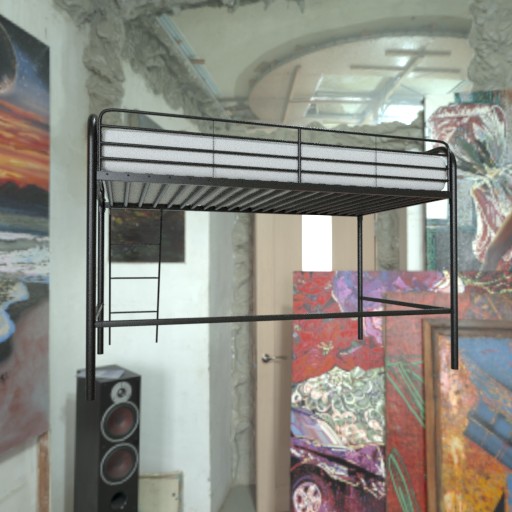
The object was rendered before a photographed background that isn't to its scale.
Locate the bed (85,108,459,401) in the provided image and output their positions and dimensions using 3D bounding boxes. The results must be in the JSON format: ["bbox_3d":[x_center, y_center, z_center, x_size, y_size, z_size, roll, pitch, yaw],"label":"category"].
[{"bbox_3d":[0.000,0.000,2.871,1.968,1.289,1.393,0,-1,-17],"label":"bed"}]
